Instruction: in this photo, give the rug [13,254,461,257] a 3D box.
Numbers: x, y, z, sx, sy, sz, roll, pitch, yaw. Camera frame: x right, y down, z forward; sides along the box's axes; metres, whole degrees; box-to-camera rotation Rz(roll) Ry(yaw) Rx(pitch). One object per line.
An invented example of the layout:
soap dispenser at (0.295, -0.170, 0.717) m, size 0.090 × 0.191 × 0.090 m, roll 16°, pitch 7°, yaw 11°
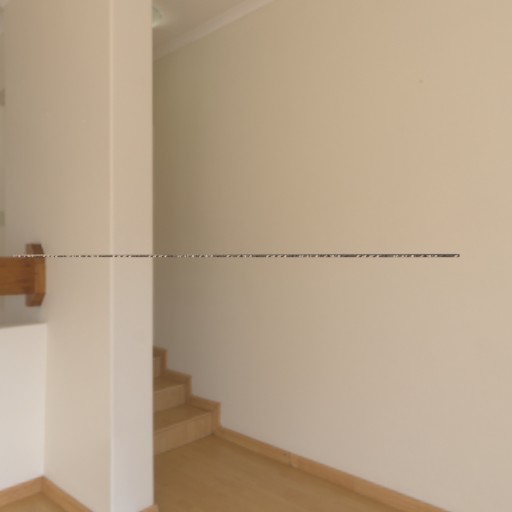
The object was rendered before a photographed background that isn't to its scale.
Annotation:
rug at (0.000, 0.000, 3.782) m, size 2.902 × 0.017 × 2.306 m, roll 0°, pitch 0°, yaw 17°
